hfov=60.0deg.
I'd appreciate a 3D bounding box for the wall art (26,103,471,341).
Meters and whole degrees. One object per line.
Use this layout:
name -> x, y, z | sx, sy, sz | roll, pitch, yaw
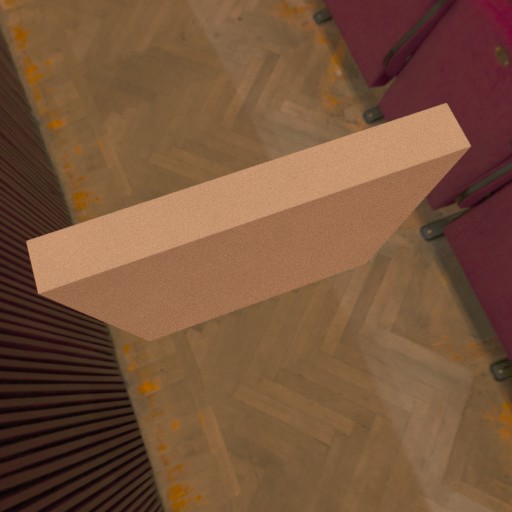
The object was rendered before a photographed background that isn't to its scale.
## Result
wall art -> 0.000, 0.000, 0.444 | 0.305, 0.305, 0.038 | -19, 75, -6
